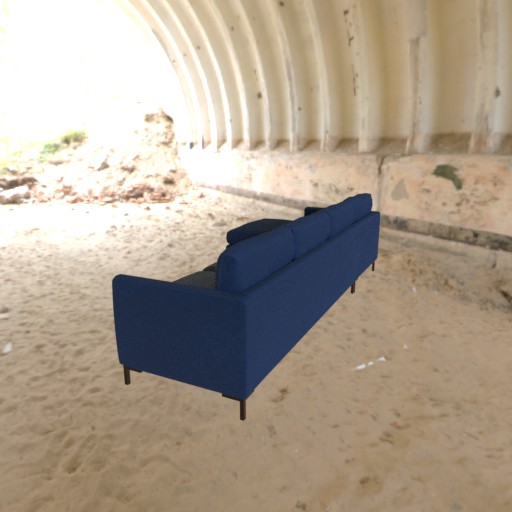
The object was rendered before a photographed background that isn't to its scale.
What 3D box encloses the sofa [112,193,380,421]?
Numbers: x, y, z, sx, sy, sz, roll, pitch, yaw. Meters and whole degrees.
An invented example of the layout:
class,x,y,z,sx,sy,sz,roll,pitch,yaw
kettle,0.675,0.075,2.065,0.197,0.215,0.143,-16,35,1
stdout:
class,x,y,z,sx,sy,sz,roll,pitch,yaw
sofa,0.000,0.000,2.932,1.128,0.679,2.450,7,16,26
